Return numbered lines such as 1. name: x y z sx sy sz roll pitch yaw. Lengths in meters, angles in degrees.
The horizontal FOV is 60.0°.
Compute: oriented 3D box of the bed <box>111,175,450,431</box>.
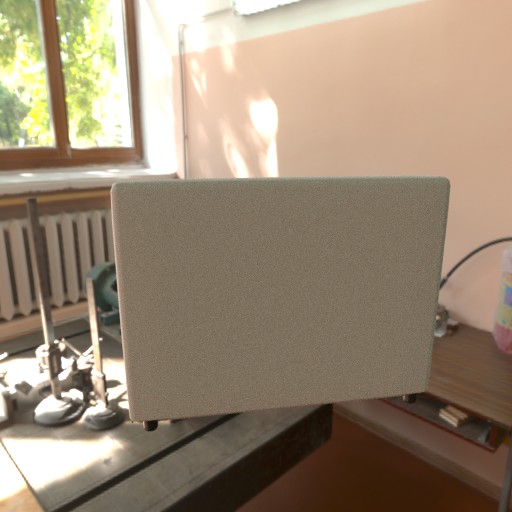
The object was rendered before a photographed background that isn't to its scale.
1. bed: 0.000 0.000 3.285 1.748 1.330 2.142 -3 15 -9
